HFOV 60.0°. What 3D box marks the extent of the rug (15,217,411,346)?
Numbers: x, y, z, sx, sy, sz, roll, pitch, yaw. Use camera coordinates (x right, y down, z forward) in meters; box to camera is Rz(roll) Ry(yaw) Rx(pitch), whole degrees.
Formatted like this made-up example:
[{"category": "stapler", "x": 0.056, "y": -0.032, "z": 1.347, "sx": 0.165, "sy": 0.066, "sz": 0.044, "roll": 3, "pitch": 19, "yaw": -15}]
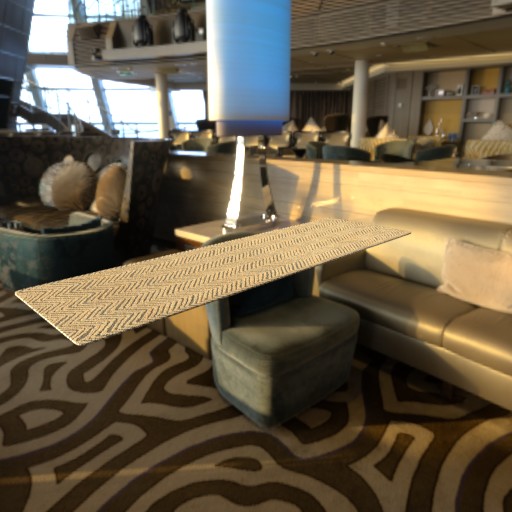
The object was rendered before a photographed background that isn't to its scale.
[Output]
[{"category": "rug", "x": 0.000, "y": 0.000, "z": 2.457, "sx": 2.286, "sy": 0.008, "sz": 0.686, "roll": -16, "pitch": 23, "yaw": -42}]
